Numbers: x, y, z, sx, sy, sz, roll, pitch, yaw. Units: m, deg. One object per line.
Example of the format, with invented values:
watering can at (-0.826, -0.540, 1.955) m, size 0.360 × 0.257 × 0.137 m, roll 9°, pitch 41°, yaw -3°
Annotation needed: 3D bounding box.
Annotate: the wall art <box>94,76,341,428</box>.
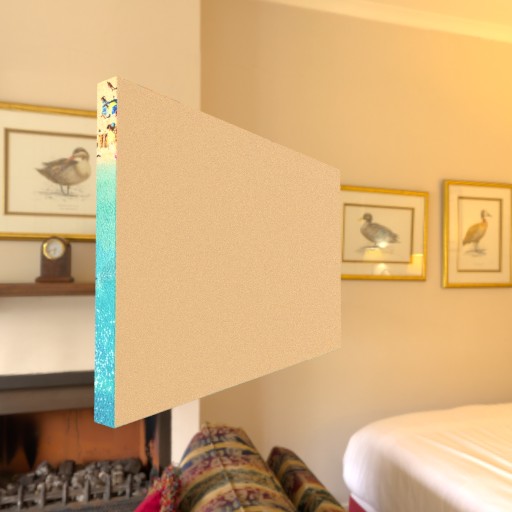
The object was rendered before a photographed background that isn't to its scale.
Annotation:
wall art at (0.000, 0.000, 0.767) m, size 0.039 × 0.406 × 0.609 m, roll -1°, pitch -2°, yaw 35°
